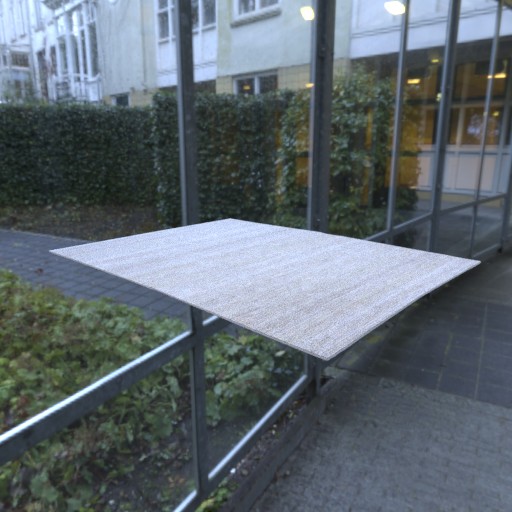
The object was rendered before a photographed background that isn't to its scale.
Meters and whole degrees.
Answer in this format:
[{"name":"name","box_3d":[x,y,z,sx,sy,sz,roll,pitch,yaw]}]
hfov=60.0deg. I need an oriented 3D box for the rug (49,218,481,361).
[{"name":"rug","box_3d":[0.000,0.000,4.140,3.245,0.046,2.467,13,20,41]}]
